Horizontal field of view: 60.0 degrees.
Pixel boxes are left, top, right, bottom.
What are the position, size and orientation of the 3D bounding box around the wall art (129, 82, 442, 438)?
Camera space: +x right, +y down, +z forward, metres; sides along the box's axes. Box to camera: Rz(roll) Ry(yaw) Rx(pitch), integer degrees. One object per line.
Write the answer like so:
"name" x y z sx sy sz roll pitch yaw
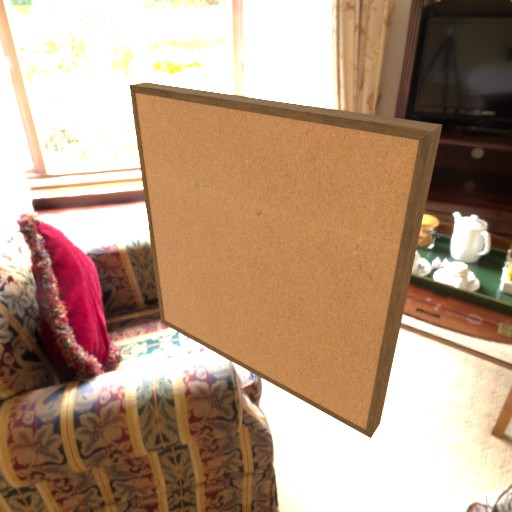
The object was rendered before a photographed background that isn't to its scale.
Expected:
"wall art" 0.000 0.000 0.756 0.508 0.508 0.038 21 36 31
